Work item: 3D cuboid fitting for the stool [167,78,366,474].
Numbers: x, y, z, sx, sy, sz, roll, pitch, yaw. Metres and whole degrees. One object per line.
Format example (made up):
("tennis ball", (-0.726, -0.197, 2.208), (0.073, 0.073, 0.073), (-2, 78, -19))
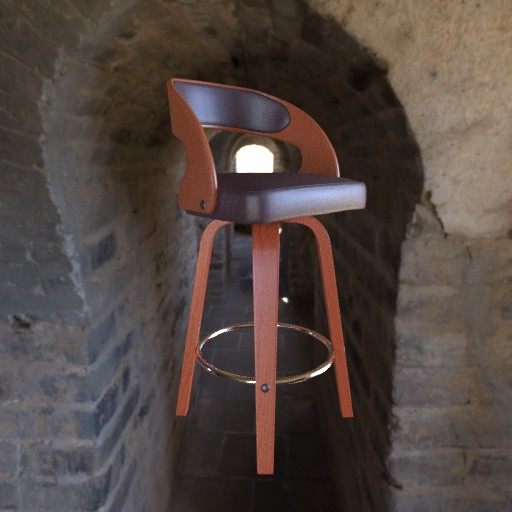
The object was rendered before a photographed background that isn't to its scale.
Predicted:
("stool", (0.000, 0.000, 1.202), (0.457, 0.940, 0.457), (-12, 18, -43))
